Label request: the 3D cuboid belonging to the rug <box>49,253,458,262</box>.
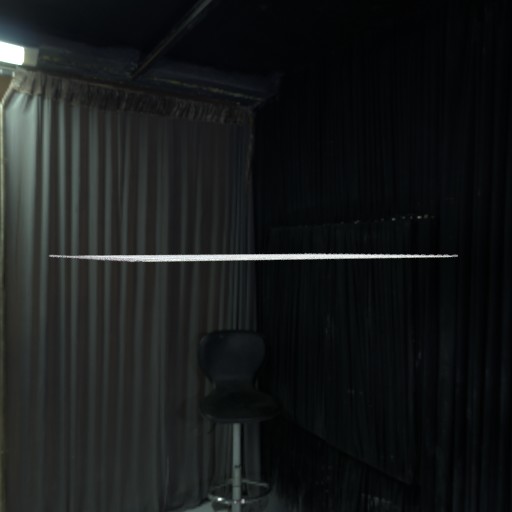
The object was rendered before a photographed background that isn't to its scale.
[{"bbox_3d":[0.000,0.000,3.929,3.040,0.017,2.030,-1,1,-35],"label":"rug"}]
